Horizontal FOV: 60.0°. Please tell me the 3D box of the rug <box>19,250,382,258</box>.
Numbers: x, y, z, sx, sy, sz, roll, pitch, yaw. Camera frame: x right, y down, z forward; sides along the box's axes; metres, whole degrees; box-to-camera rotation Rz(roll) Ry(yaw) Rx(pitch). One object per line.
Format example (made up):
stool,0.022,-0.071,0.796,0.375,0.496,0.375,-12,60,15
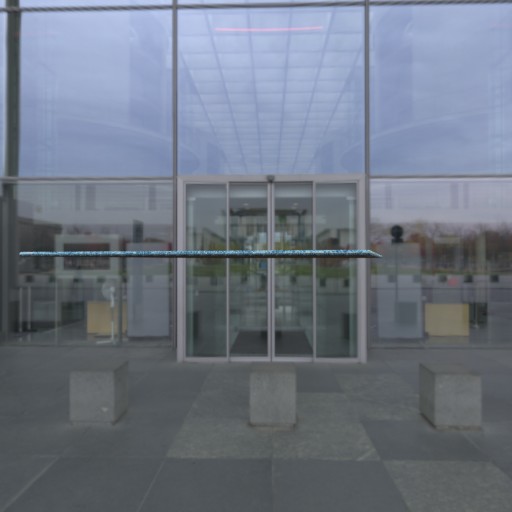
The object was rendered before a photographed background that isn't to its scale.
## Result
rug,0.000,0.000,2.281,1.219,0.016,1.829,0,-1,17
